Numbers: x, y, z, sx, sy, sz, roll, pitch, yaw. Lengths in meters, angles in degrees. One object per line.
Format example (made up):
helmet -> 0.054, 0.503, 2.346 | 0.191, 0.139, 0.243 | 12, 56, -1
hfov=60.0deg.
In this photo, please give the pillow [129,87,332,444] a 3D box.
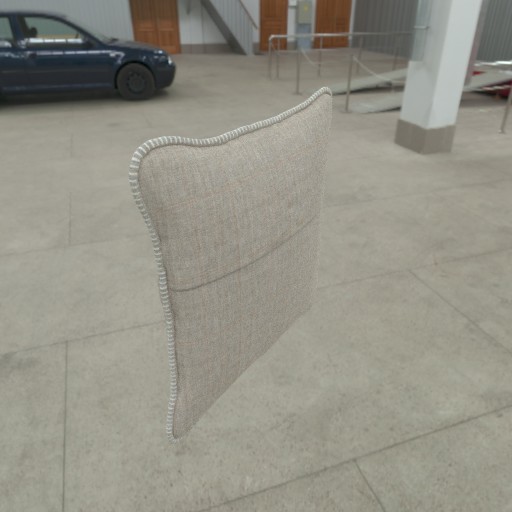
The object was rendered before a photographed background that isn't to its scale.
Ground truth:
pillow -> 0.000, 0.000, 0.763 | 0.124, 0.494, 0.485 | 19, 35, 30
